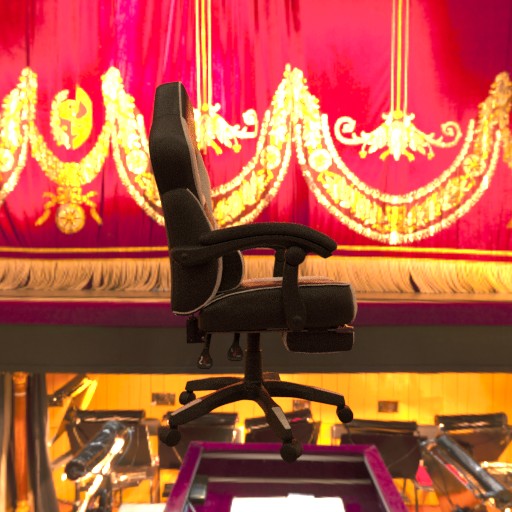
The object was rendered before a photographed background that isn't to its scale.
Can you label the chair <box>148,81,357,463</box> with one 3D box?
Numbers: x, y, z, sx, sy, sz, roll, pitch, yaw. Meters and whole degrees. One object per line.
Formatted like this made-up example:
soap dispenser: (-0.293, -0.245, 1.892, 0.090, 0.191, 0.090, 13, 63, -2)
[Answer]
chair: (0.000, 0.000, 1.608, 0.700, 1.200, 0.676, 0, 0, -1)
